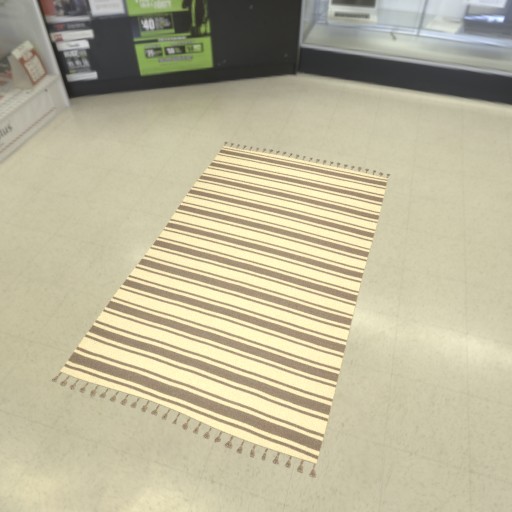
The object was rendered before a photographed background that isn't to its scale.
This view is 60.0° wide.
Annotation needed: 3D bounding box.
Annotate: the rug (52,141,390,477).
[{"bbox_3d":[0.000,0.000,2.530,1.229,0.011,2.096,15,49,13],"label":"rug"}]
